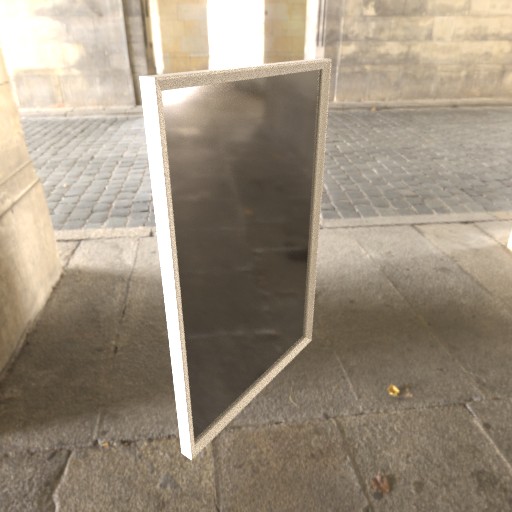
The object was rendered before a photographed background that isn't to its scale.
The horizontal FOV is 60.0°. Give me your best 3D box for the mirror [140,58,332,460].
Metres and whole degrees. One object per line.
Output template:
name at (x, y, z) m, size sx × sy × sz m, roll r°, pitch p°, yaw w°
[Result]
mirror at (0.000, 0.000, 1.156) m, size 0.041 × 0.915 × 0.609 m, roll 19°, pitch 33°, yaw 32°
